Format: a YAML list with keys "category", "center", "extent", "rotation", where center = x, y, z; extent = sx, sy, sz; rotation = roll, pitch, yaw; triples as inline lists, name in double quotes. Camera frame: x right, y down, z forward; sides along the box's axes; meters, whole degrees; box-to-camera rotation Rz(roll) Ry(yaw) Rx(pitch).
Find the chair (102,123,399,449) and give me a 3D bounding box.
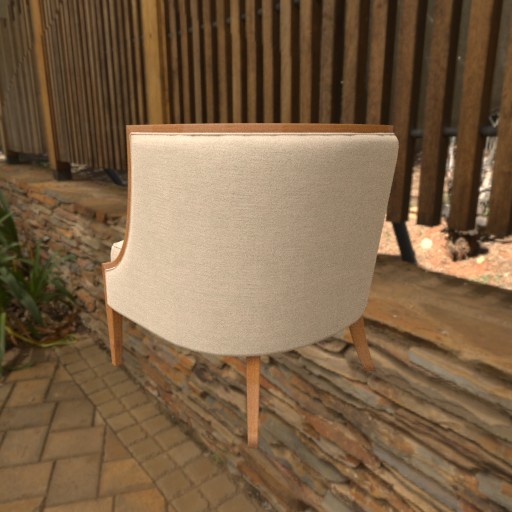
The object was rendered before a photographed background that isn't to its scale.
- category: "chair"
  center: [0.000, 0.000, 1.380]
  extent: [0.711, 0.775, 0.757]
  rotation: [-14, 21, -42]
